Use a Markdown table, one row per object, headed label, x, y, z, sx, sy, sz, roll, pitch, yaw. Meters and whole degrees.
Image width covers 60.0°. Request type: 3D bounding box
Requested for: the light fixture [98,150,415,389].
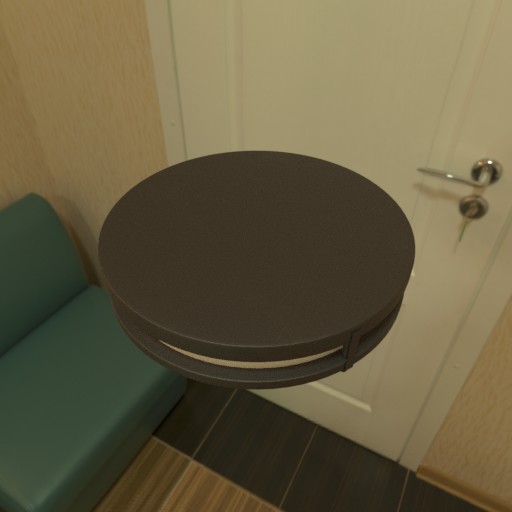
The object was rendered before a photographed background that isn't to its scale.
| label | x | y | z | sx | sy | sz | roll | pitch | yaw |
| --- | --- | --- | --- | --- | --- | --- | --- | --- | --- |
| light fixture | 0.000 | 0.000 | 0.544 | 0.356 | 0.102 | 0.356 | 0 | 41 | 0 |
